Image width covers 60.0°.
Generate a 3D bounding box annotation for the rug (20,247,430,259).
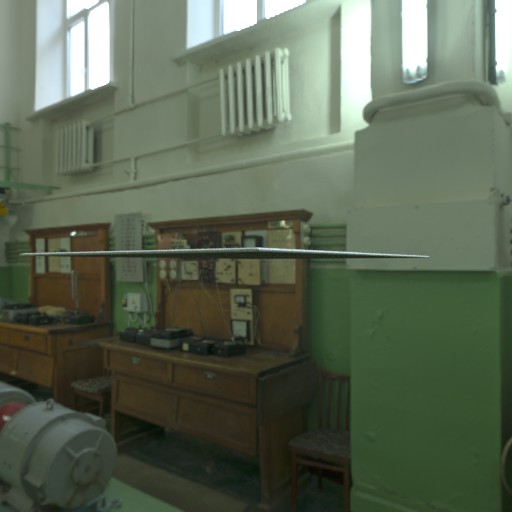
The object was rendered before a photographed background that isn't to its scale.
[{"bbox_3d":[0.000,0.000,2.846,1.598,0.014,2.202,-1,-1,35],"label":"rug"}]
